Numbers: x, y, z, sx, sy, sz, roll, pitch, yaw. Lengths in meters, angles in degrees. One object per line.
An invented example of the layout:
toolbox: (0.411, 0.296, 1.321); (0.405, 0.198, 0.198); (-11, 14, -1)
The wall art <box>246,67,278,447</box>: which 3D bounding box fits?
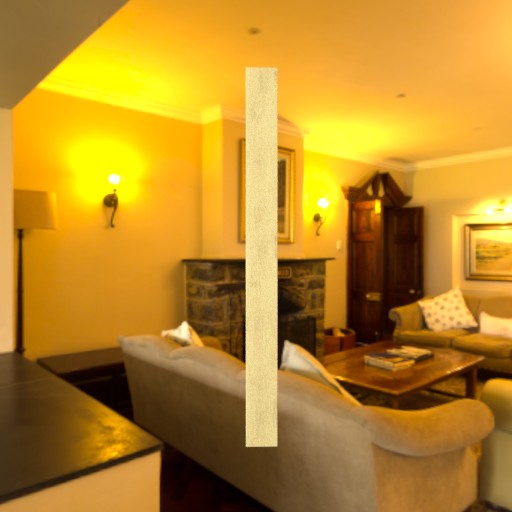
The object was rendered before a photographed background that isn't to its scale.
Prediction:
wall art: (0.000, 0.000, 0.710); (0.032, 0.380, 0.532); (0, 0, -1)
